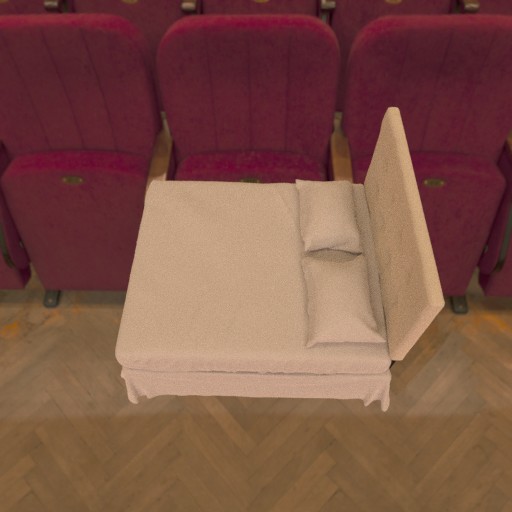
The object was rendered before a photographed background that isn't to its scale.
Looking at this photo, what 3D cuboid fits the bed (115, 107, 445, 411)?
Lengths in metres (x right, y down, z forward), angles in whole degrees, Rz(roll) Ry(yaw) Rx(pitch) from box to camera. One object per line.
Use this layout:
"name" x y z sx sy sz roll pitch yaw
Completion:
"bed" 0.000 0.000 3.451 2.222 1.577 1.936 1 57 1
